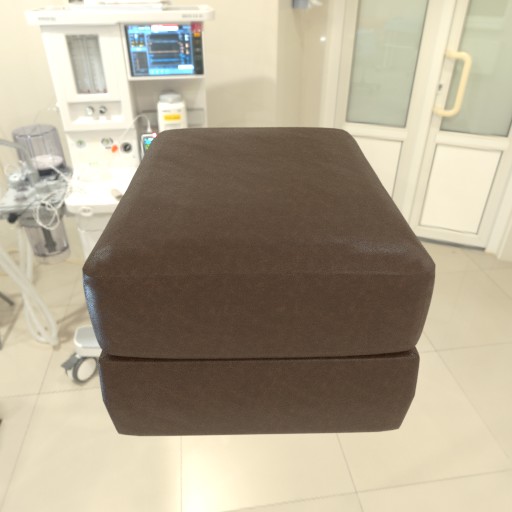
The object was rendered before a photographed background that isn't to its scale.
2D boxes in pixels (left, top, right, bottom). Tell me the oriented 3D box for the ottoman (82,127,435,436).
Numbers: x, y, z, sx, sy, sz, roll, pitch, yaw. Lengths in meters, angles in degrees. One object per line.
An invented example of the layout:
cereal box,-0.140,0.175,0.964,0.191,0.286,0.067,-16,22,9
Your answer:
ottoman,0.000,0.000,1.098,0.603,0.476,0.751,-1,33,-1
